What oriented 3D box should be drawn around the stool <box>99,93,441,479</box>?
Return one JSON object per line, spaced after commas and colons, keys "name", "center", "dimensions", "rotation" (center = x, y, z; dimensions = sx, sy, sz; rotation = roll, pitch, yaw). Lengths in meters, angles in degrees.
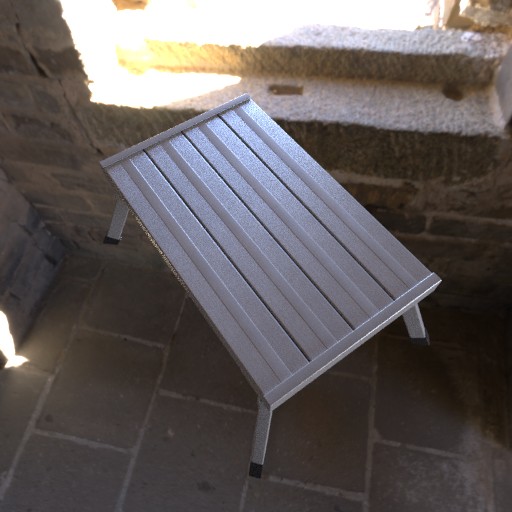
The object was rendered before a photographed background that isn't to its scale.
{"name": "stool", "center": [0.000, 0.000, 0.736], "dimensions": [0.385, 0.225, 0.535], "rotation": [-31, 64, -17]}
